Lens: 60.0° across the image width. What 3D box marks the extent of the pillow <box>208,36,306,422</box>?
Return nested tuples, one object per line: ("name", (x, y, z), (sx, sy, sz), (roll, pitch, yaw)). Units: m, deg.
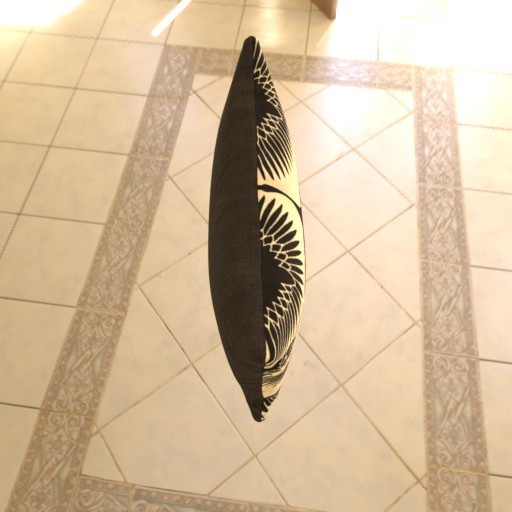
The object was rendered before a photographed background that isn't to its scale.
("pillow", (0.000, 0.000, 0.674), (0.139, 0.432, 0.432), (-2, 63, -1))
